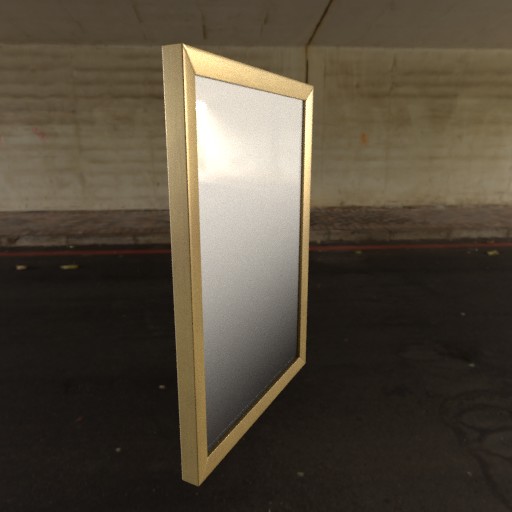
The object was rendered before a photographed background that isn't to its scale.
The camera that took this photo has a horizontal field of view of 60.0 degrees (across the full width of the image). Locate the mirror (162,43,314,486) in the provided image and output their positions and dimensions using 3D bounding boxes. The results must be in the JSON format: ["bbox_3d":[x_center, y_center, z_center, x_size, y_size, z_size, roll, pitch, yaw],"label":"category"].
[{"bbox_3d":[0.000,0.000,0.911,0.040,0.710,0.507,7,16,27],"label":"mirror"}]
